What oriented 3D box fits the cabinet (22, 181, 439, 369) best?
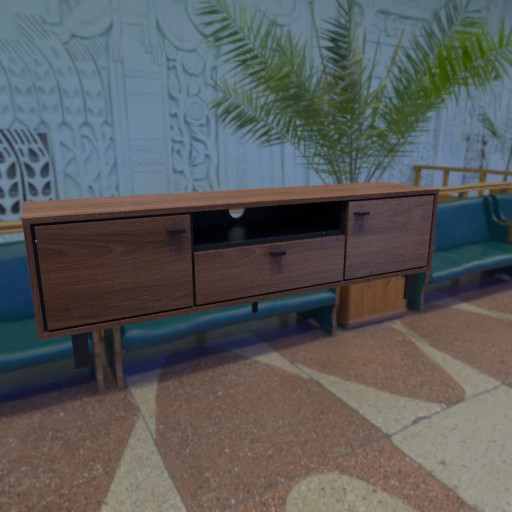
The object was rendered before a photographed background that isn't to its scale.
[{"bbox_3d":[0.000,0.000,1.820,1.650,0.500,0.400,-7,17,-26],"label":"cabinet"}]
